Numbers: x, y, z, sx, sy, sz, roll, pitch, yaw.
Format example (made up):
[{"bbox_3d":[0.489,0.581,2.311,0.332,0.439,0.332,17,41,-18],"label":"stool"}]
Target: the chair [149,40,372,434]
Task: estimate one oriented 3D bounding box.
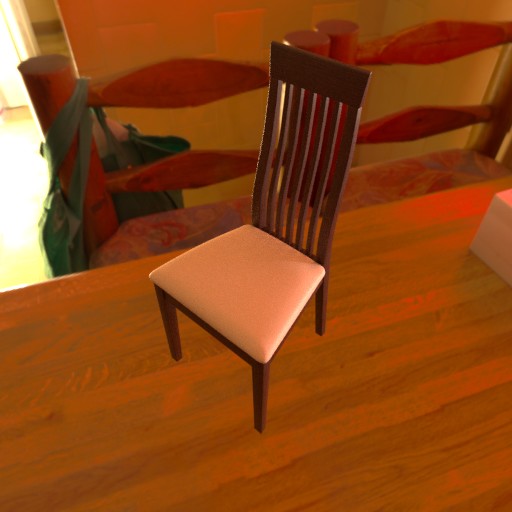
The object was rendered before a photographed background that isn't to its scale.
[{"bbox_3d":[0.000,0.000,1.311,0.460,1.027,0.474,32,53,27],"label":"chair"}]
